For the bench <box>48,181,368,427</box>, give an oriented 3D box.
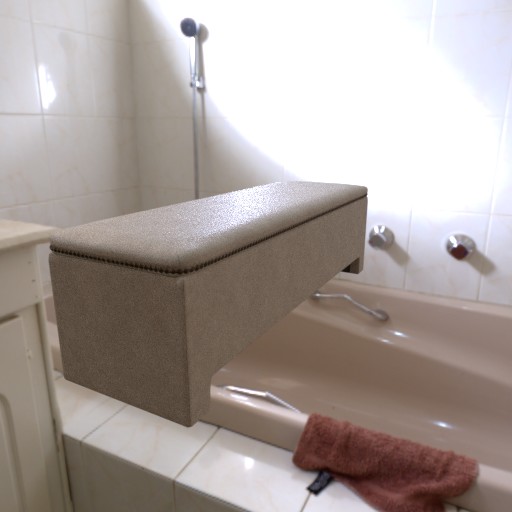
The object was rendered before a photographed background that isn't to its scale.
[{"bbox_3d":[0.000,0.000,1.727,0.470,0.447,1.482,9,18,28],"label":"bench"}]
